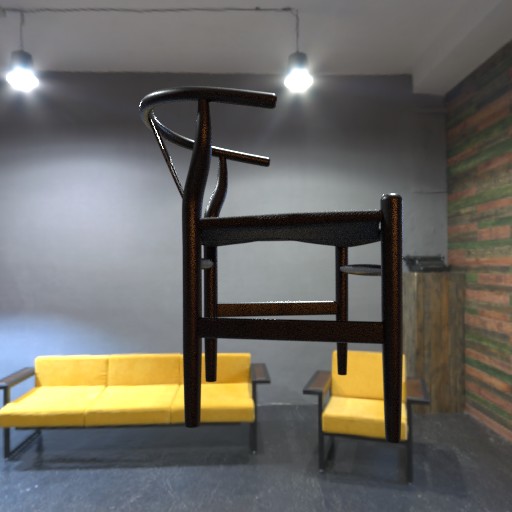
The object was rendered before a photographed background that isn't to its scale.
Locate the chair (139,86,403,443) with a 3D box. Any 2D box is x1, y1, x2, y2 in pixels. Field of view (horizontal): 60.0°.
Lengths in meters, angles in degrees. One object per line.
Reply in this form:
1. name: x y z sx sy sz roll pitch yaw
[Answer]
1. chair: 0.000 0.000 1.135 0.579 0.730 0.569 0 -1 0
